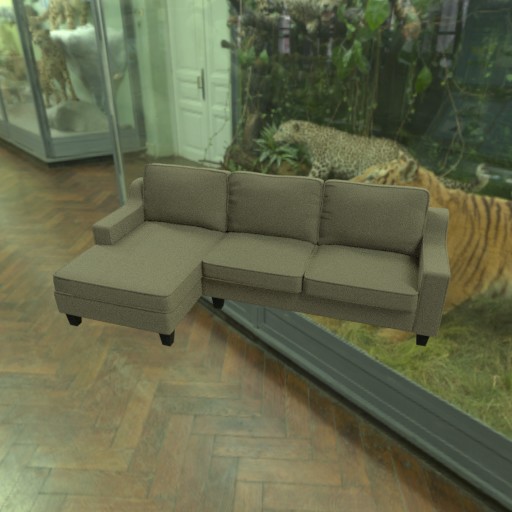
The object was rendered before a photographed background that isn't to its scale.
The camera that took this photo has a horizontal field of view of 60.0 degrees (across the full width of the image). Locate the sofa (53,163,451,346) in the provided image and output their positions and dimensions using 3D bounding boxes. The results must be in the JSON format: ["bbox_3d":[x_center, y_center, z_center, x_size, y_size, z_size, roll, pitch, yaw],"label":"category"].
[{"bbox_3d":[0.000,0.000,3.186,2.561,0.928,1.294,8,28,16],"label":"sofa"}]
